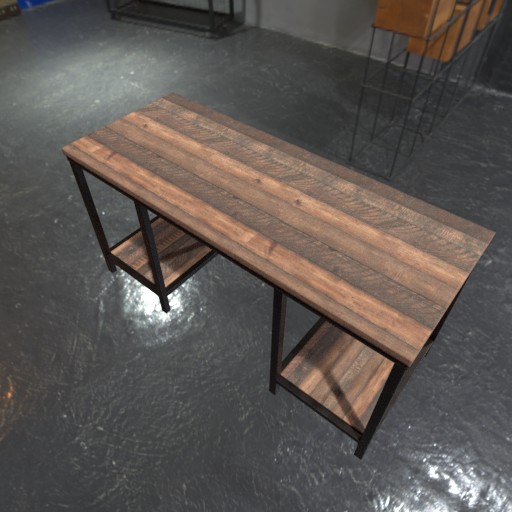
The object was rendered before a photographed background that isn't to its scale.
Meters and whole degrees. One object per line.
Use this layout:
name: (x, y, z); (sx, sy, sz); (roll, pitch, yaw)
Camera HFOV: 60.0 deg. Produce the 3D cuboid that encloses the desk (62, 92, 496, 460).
desk: (0.000, 0.000, 1.906); (1.538, 0.753, 0.617); (31, 54, 26)
